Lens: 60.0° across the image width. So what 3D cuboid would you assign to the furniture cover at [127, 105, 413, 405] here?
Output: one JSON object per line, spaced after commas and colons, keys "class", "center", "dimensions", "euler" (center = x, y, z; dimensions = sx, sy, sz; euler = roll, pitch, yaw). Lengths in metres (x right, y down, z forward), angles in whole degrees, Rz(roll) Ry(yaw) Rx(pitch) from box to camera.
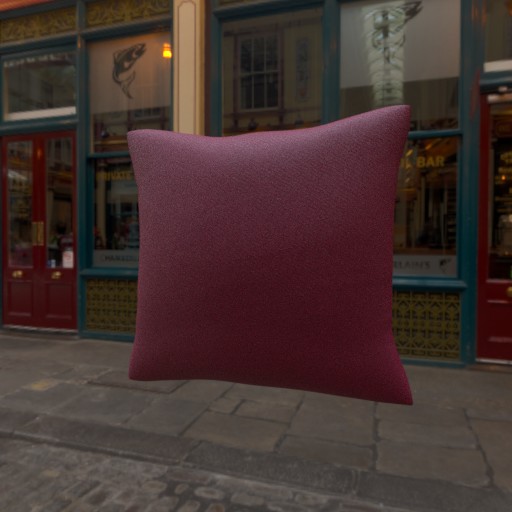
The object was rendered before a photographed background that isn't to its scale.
{"class": "furniture cover", "center": [0.000, 0.000, 0.824], "dimensions": [0.552, 0.509, 0.193], "euler": [0, 0, 17]}
